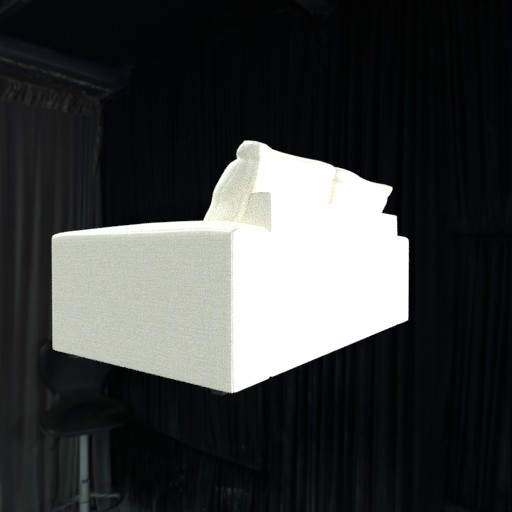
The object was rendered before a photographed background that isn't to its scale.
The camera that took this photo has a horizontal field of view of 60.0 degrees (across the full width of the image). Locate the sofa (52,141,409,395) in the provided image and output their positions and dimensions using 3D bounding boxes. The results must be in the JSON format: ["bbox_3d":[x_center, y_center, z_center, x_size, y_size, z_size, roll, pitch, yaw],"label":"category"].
[{"bbox_3d":[0.000,0.000,2.373,1.091,0.875,1.754,1,1,36],"label":"sofa"}]
